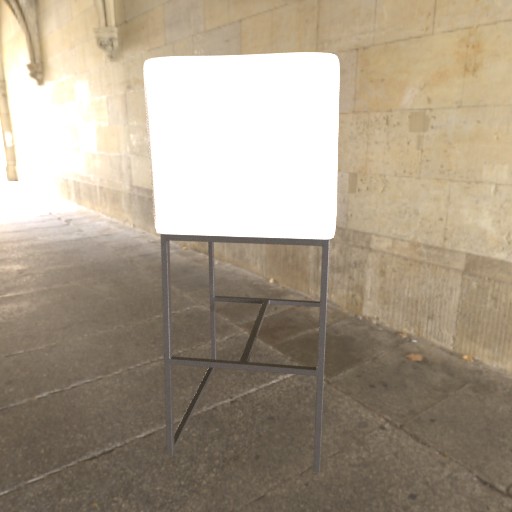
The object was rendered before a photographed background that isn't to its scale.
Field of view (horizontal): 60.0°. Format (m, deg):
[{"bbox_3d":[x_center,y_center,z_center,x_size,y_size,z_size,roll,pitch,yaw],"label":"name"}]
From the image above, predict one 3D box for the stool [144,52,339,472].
[{"bbox_3d":[0.000,0.000,1.369,0.464,1.061,0.573,2,15,9],"label":"stool"}]
